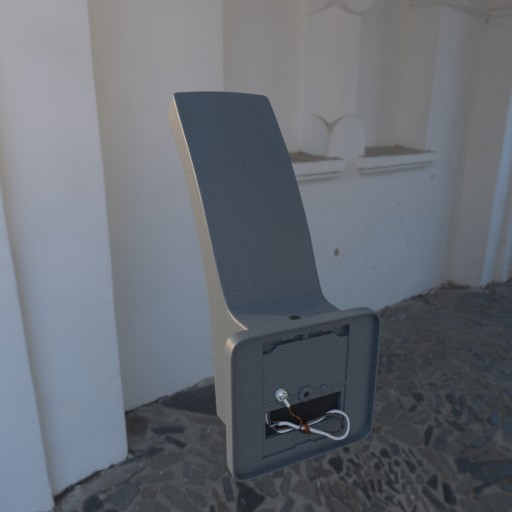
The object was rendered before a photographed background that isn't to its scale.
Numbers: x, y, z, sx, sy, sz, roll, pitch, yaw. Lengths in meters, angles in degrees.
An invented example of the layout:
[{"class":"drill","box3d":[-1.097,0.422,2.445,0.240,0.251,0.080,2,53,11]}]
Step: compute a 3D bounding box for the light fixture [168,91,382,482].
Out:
[{"class":"light fixture","box3d":[0.000,0.000,0.336,0.108,0.243,0.174,-7,18,-24]}]
